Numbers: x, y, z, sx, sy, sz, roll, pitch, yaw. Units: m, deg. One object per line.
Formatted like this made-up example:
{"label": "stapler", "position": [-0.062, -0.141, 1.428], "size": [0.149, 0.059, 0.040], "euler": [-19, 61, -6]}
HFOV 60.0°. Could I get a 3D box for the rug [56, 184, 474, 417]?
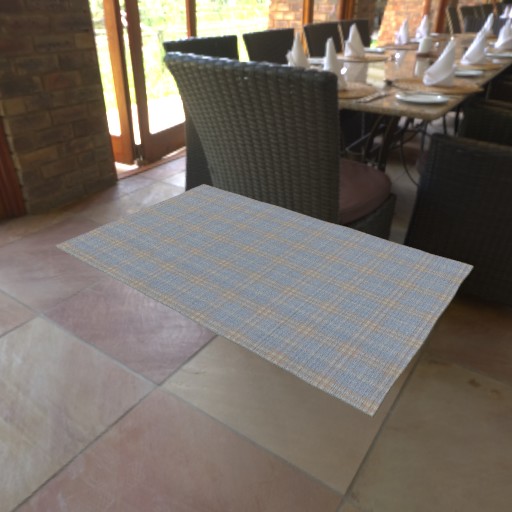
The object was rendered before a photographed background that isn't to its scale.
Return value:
{"label": "rug", "position": [0.000, 0.000, 3.054], "size": [2.460, 0.016, 1.545], "euler": [21, 36, 32]}
